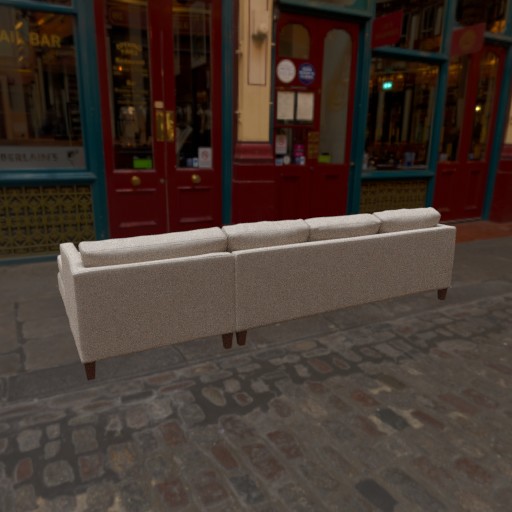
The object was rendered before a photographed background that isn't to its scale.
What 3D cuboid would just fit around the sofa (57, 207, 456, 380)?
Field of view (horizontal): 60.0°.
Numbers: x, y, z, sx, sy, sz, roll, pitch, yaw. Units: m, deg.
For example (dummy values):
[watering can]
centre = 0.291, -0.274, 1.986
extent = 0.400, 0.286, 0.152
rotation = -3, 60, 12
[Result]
[sofa]
centre = 0.000, 0.000, 3.959
extent = 3.186, 0.846, 1.625
rotation = -7, 16, -27
